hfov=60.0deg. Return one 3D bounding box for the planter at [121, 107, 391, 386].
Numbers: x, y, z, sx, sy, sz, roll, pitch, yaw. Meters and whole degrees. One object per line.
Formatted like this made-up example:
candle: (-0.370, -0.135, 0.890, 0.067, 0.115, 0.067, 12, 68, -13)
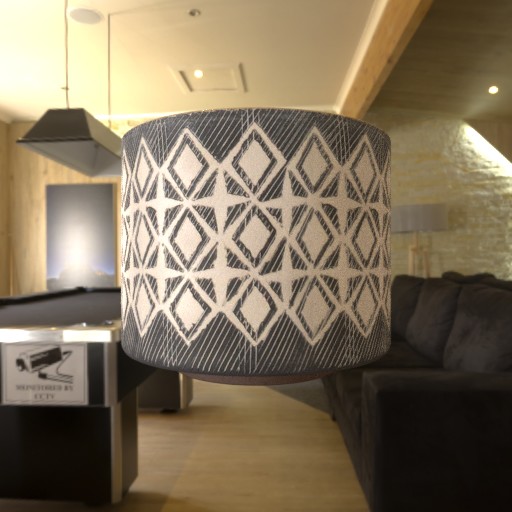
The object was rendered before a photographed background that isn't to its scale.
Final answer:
planter: (0.000, 0.000, 0.217, 0.126, 0.104, 0.126, 0, 0, 0)
